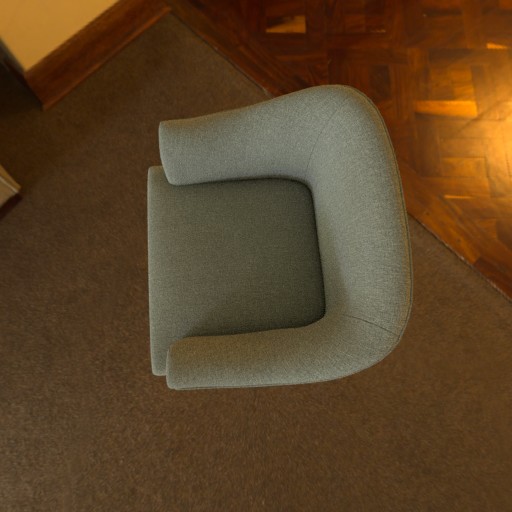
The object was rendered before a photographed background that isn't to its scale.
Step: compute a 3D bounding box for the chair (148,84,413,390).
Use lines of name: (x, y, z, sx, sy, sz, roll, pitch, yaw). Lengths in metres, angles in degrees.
chair: (0.000, 0.000, 1.425, 0.704, 0.815, 0.798, -5, 75, -1)
